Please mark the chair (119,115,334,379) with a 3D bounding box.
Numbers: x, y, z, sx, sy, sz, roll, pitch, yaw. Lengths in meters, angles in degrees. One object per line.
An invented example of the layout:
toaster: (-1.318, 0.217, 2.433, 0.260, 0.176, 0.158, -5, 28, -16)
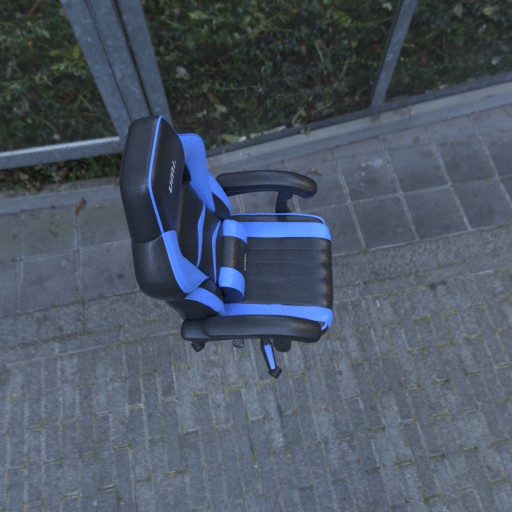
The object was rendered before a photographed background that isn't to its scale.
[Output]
chair: (0.000, 0.000, 1.702, 0.700, 1.280, 0.700, 2, 65, 1)
